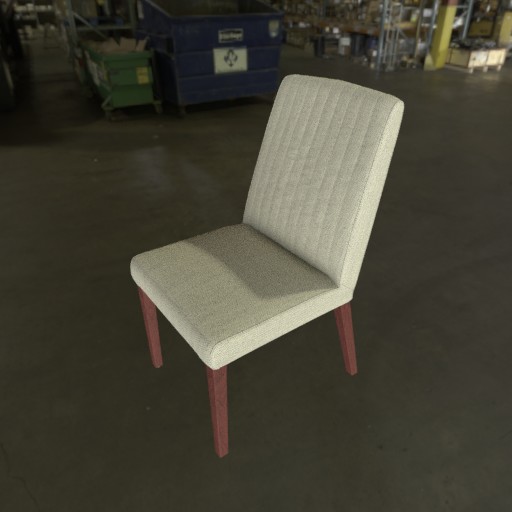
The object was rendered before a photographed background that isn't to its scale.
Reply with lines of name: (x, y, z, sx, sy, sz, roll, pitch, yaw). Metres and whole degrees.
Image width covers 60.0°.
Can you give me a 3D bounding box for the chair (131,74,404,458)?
chair: (0.000, 0.000, 1.279, 0.594, 0.900, 0.480, -21, 37, -30)
